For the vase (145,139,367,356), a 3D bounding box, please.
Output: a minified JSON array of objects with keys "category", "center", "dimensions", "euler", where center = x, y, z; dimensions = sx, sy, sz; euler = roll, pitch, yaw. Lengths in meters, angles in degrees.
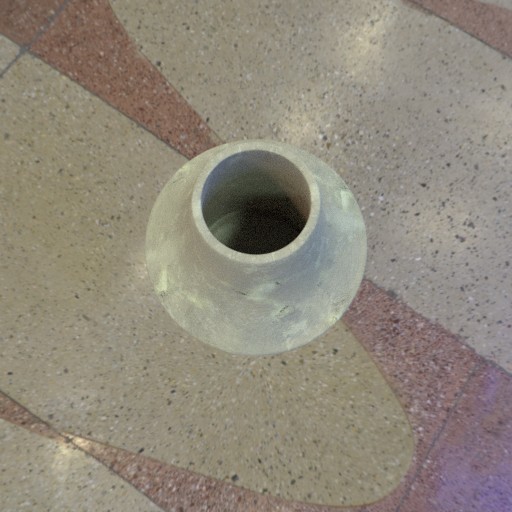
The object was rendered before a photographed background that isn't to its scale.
[{"category":"vase","center":[0.000,0.000,0.417],"dimensions":[0.184,0.305,0.184],"euler":[0,77,0]}]
